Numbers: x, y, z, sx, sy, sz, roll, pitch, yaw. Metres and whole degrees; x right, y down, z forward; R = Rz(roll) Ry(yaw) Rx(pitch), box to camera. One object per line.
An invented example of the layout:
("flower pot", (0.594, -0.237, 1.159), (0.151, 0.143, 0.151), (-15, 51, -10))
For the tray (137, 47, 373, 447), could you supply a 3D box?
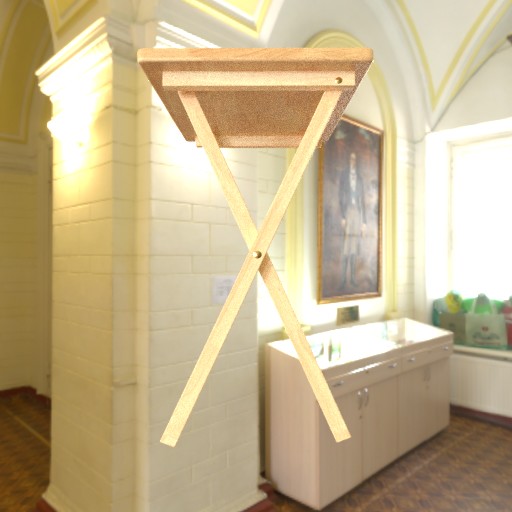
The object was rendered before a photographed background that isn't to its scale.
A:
("tray", (0.000, 0.000, 0.944), (0.381, 0.660, 0.483), (0, -1, 0))
